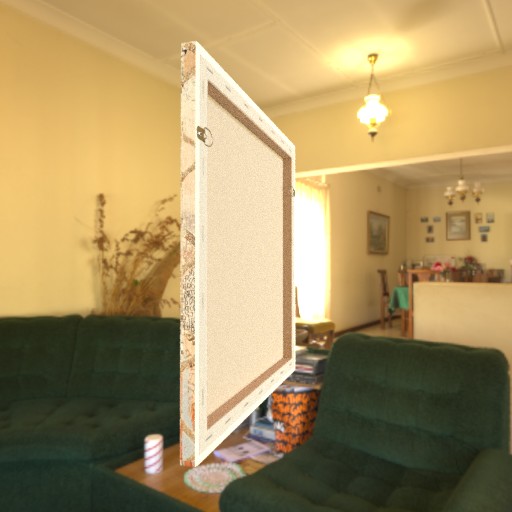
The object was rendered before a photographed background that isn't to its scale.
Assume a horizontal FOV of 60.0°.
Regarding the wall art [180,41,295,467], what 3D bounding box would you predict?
[{"bbox_3d":[0.000,0.000,1.378,0.039,0.914,0.912,0,-1,18],"label":"wall art"}]
